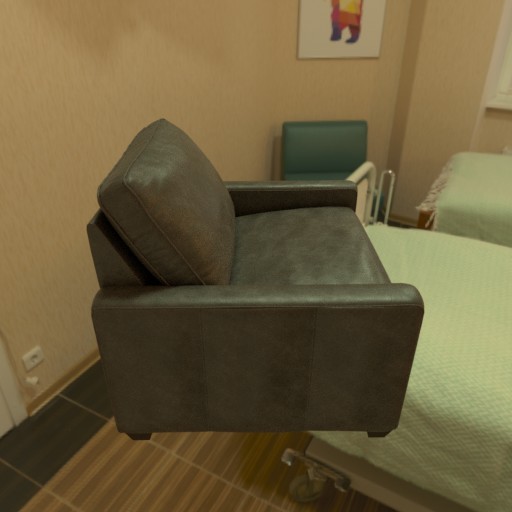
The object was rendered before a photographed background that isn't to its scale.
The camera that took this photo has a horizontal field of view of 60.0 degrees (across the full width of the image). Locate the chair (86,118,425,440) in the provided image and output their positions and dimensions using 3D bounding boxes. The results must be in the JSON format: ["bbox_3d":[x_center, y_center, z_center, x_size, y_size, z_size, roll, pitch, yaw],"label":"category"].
[{"bbox_3d":[0.000,0.000,1.694,0.939,0.916,1.006,0,30,-1],"label":"chair"}]
